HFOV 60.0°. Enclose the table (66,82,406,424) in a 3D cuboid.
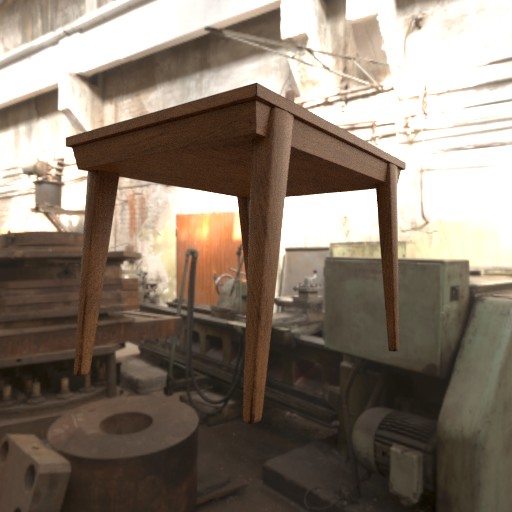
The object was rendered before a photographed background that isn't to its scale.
[{"bbox_3d":[0.000,0.000,1.607,0.757,0.760,1.027,0,0,36],"label":"table"}]
